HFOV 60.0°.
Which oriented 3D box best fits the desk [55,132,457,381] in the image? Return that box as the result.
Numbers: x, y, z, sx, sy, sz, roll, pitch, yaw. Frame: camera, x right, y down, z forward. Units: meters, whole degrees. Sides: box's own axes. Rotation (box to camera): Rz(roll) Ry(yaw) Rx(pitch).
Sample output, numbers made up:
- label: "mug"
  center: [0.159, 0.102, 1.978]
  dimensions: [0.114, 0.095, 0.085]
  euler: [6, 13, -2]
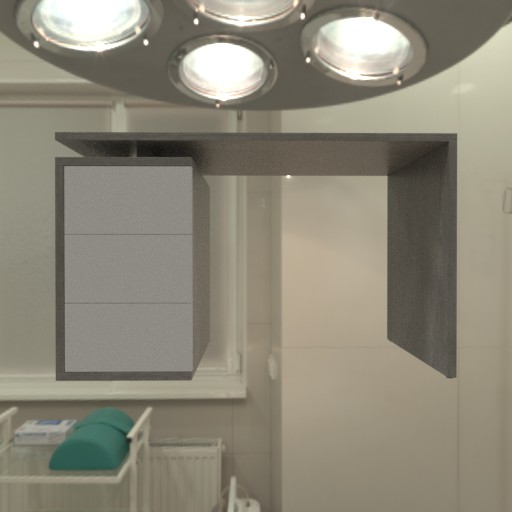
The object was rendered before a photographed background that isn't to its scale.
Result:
- label: "desk"
  center: [0.000, 0.000, 1.624]
  dimensions: [1.200, 0.740, 0.600]
  euler: [0, 0, -1]
